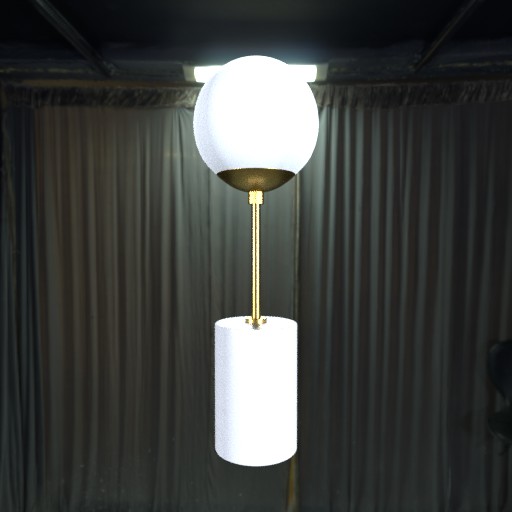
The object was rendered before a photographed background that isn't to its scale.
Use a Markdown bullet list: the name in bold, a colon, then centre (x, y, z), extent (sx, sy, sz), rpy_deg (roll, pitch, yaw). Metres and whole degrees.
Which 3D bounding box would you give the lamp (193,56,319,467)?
- **lamp**: centre (0.000, 0.000, 0.551), extent (0.153, 0.480, 0.153), rpy_deg (0, 1, 0)
